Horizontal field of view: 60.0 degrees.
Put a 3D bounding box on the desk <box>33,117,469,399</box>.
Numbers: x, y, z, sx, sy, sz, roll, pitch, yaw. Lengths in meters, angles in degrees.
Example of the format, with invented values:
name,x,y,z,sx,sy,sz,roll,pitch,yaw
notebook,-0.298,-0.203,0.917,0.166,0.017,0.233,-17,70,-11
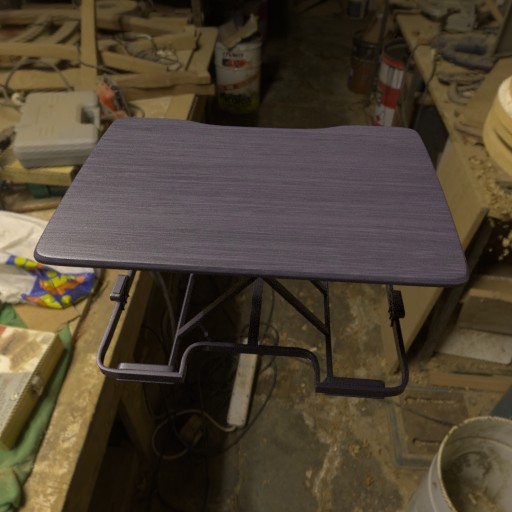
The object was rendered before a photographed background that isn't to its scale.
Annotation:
name,x,y,z,sx,sy,sz,roll,pitch,yaw
desk,0.000,0.000,1.148,0.820,0.470,0.546,3,45,3
